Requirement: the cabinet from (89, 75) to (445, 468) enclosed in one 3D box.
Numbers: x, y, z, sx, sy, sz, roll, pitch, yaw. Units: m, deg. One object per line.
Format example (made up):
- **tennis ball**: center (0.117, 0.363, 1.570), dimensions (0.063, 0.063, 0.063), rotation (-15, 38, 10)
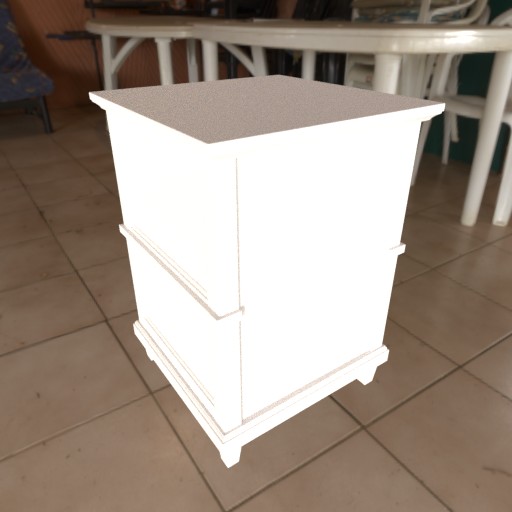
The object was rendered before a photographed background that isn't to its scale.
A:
- **cabinet**: center (0.000, 0.000, 1.133), dimensions (0.544, 0.775, 0.547), rotation (-19, 34, -30)
